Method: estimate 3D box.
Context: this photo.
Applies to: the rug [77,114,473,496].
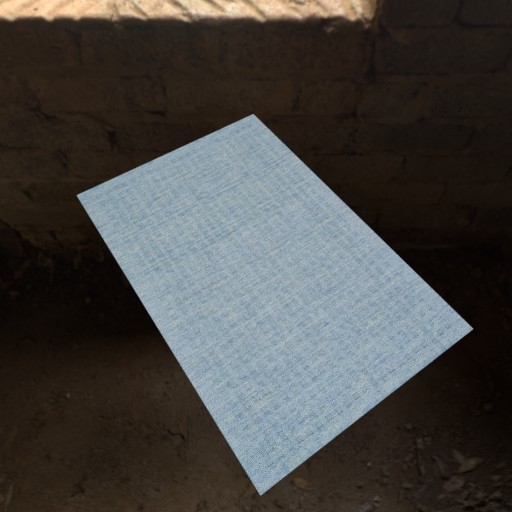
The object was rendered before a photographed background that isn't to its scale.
[{"bbox_3d":[0.000,0.000,2.877,1.522,0.006,2.286,-30,62,-18],"label":"rug"}]
